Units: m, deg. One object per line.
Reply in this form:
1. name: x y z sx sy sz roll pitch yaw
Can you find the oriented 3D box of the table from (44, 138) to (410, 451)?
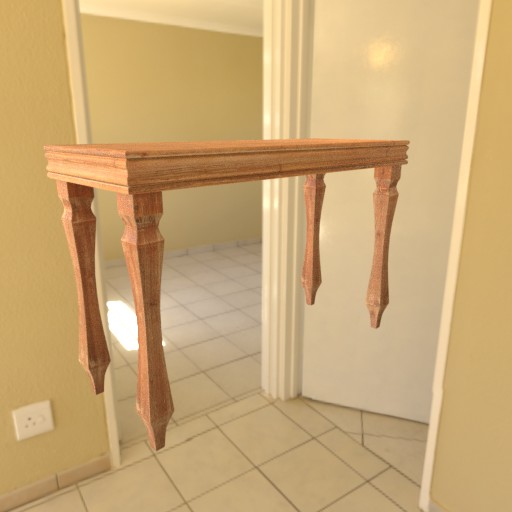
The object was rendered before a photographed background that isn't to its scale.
1. table: 0.000 0.000 1.758 1.330 0.873 0.522 -15 22 -42
